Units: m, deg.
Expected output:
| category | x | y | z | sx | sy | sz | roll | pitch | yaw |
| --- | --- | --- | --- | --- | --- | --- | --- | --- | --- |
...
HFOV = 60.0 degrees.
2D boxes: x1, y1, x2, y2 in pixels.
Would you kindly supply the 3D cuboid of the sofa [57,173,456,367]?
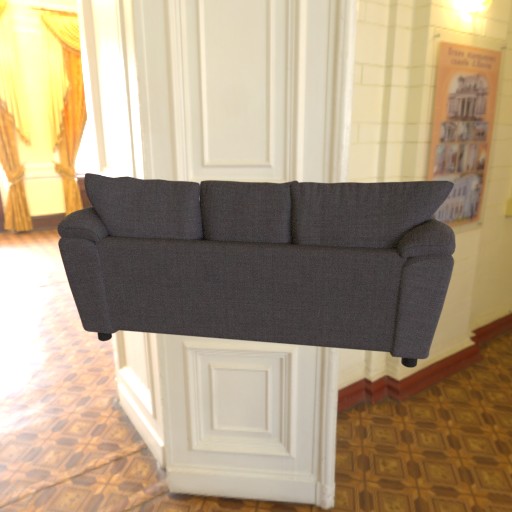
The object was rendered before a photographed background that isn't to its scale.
| category | x | y | z | sx | sy | sz | roll | pitch | yaw |
| --- | --- | --- | --- | --- | --- | --- | --- | --- | --- |
| sofa | 0.000 | 0.000 | 2.892 | 2.336 | 1.080 | 0.883 | 3 | 16 | 10 |
